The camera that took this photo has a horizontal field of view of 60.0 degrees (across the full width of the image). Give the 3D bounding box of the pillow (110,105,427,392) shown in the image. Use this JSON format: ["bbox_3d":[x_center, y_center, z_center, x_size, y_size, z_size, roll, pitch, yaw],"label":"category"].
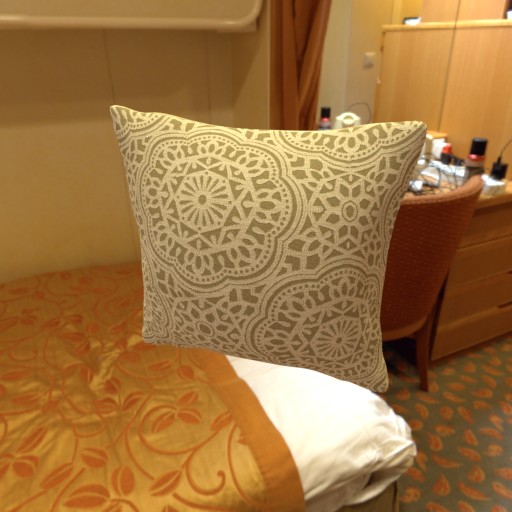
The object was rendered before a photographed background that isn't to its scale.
[{"bbox_3d":[0.000,0.000,0.671,0.438,0.421,0.167,8,27,15],"label":"pillow"}]
